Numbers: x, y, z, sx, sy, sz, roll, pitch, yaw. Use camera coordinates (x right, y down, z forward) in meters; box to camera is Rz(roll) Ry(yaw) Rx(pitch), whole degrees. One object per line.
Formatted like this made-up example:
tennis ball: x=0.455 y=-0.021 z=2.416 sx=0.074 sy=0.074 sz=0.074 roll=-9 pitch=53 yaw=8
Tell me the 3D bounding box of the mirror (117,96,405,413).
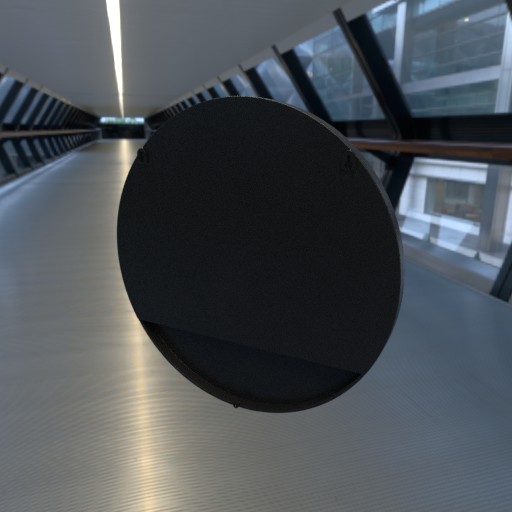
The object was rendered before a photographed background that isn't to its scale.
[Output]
mirror: x=0.000 y=0.000 z=0.685 sx=0.457 sy=0.457 sz=0.133 roll=8 pitch=17 yaw=27
